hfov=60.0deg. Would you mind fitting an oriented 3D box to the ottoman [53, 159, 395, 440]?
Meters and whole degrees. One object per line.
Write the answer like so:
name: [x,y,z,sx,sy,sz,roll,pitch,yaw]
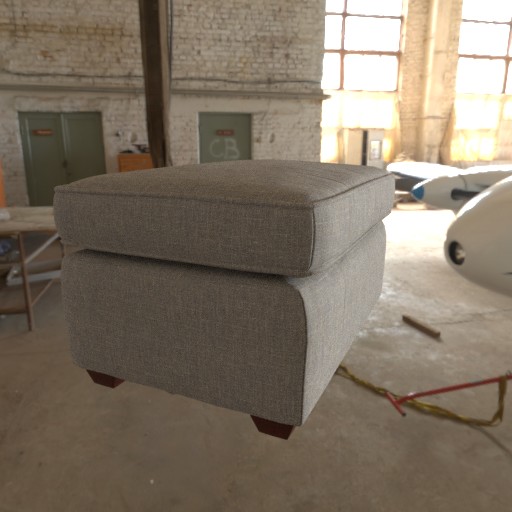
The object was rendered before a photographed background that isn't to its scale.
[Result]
ottoman: [0.000,0.000,1.098,0.559,0.457,0.762,7,16,24]
